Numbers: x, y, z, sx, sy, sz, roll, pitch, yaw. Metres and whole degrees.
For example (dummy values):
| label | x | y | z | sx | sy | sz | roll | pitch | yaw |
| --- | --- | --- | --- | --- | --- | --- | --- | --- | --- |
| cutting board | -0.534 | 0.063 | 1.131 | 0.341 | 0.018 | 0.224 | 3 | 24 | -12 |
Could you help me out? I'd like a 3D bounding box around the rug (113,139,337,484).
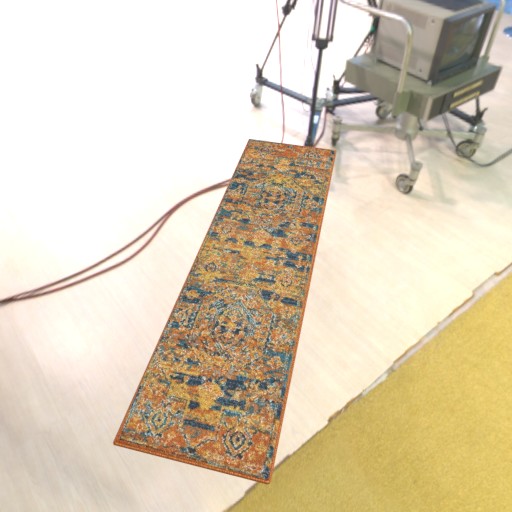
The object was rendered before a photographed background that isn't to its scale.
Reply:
| label | x | y | z | sx | sy | sz | roll | pitch | yaw |
| --- | --- | --- | --- | --- | --- | --- | --- | --- | --- |
| rug | 0.000 | 0.000 | 2.483 | 0.651 | 0.016 | 2.274 | 10 | 48 | 9 |
